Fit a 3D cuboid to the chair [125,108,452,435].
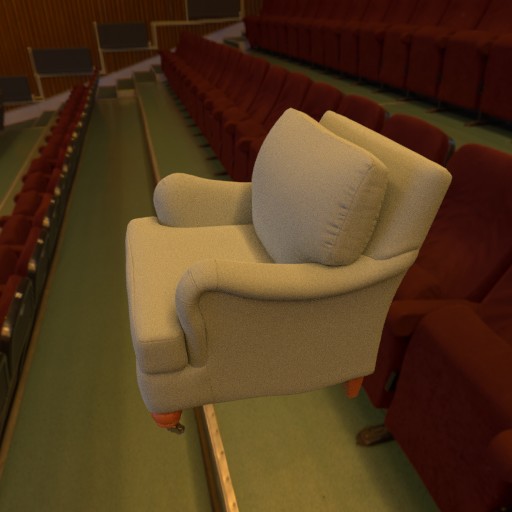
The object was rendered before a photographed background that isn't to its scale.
[{"bbox_3d":[0.000,0.000,1.869,1.070,1.038,0.955,-8,31,-14],"label":"chair"}]
